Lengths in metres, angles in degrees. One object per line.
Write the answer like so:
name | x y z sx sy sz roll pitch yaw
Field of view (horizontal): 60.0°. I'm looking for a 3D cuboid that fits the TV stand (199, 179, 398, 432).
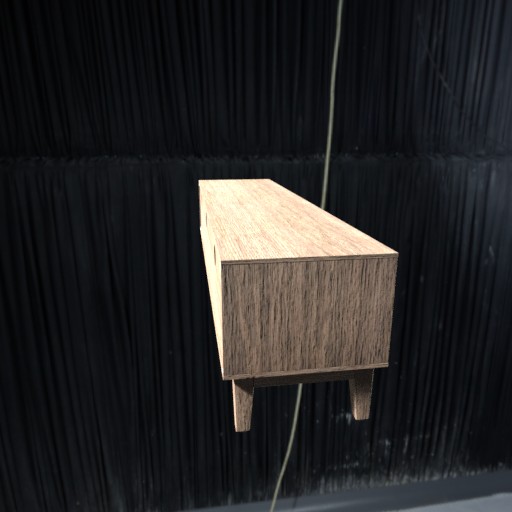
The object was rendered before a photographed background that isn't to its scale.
TV stand | 0.000 0.000 1.646 0.366 0.409 1.482 -2 16 -8
